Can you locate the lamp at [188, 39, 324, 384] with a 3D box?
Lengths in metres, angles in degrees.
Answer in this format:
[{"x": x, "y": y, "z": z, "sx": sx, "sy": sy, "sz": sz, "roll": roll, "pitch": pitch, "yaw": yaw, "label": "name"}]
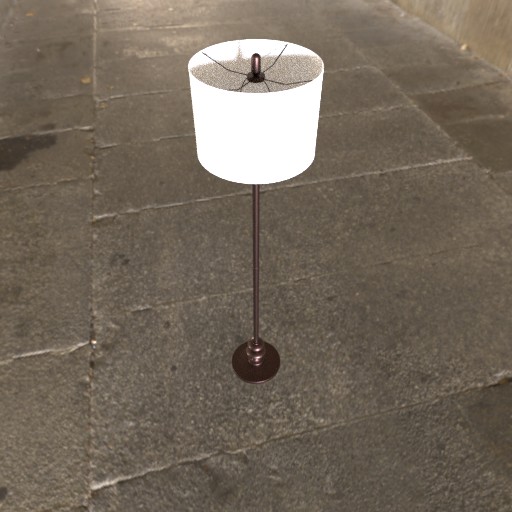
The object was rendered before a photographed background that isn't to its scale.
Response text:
[{"x": 0.000, "y": 0.000, "z": 1.676, "sx": 0.356, "sy": 1.487, "sz": 0.356, "roll": 23, "pitch": 49, "yaw": 21, "label": "lamp"}]
